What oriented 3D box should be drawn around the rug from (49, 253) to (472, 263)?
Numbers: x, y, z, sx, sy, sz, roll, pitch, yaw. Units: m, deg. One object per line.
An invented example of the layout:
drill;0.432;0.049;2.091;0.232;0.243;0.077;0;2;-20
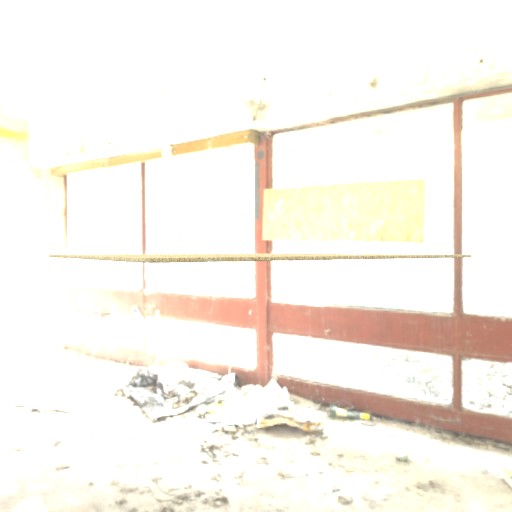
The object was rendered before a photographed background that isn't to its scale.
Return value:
rug;0.000;0.000;3.980;3.001;0.025;2.401;0;1;-36
